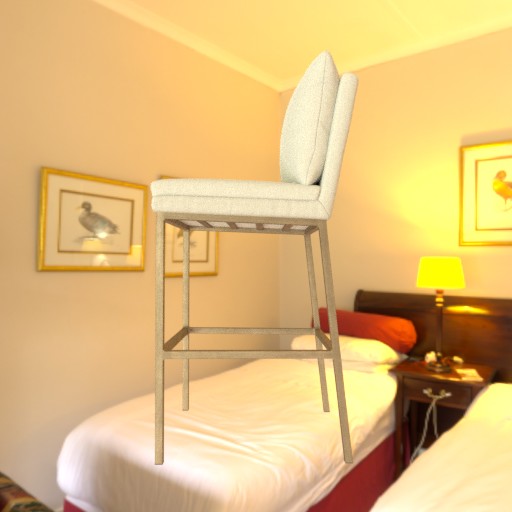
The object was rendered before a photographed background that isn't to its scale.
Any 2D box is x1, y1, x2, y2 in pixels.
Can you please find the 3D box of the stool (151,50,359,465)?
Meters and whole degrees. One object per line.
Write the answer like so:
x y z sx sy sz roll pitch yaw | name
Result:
0.000 0.000 1.420 0.572 1.125 0.463 0 0 0 | stool
